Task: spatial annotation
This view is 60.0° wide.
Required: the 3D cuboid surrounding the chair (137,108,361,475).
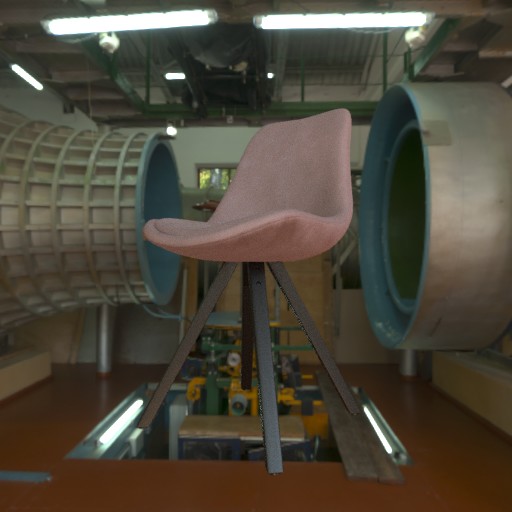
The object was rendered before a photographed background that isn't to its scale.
[{"bbox_3d":[0.000,0.000,1.172,0.483,0.865,0.547,0,0,36],"label":"chair"}]
